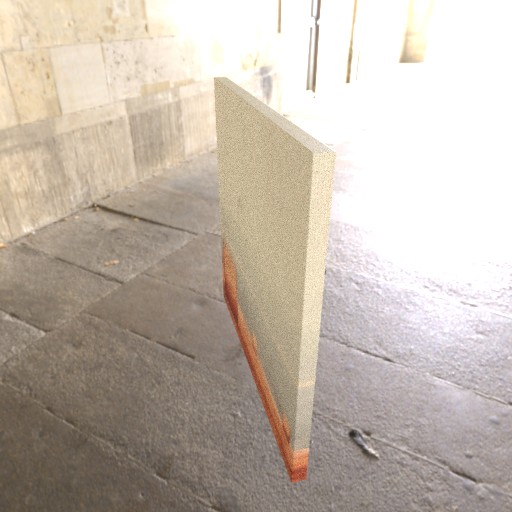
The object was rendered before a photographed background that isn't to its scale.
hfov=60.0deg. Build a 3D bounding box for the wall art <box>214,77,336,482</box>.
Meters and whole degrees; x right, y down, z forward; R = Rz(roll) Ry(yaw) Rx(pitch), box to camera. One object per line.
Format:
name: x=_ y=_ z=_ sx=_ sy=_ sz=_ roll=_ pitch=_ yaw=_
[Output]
wall art: x=0.000 y=0.000 z=1.137 sx=0.042 sy=0.760 sz=0.760 roll=-8 pitch=31 yaw=-13
